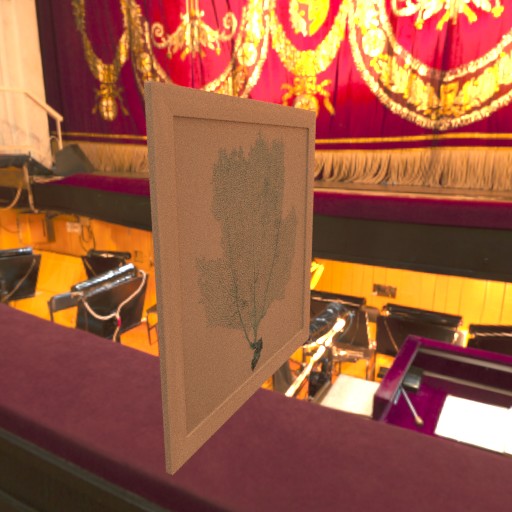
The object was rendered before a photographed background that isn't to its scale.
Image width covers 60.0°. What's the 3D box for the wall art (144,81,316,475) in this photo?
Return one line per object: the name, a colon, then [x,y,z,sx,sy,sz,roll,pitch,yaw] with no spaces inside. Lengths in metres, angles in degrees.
wall art: [0.000,0.000,0.880,0.013,0.584,0.584,7,16,27]
